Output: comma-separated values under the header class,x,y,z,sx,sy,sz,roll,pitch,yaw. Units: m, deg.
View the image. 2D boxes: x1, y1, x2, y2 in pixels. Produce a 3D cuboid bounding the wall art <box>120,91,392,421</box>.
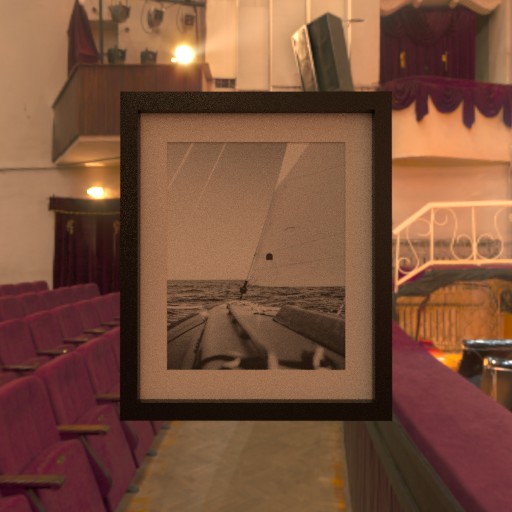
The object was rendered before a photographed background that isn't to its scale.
class,x,y,z,sx,sy,sz,roll,pitch,yaw
wall art,0.000,0.000,0.766,0.461,0.558,0.031,0,0,0
